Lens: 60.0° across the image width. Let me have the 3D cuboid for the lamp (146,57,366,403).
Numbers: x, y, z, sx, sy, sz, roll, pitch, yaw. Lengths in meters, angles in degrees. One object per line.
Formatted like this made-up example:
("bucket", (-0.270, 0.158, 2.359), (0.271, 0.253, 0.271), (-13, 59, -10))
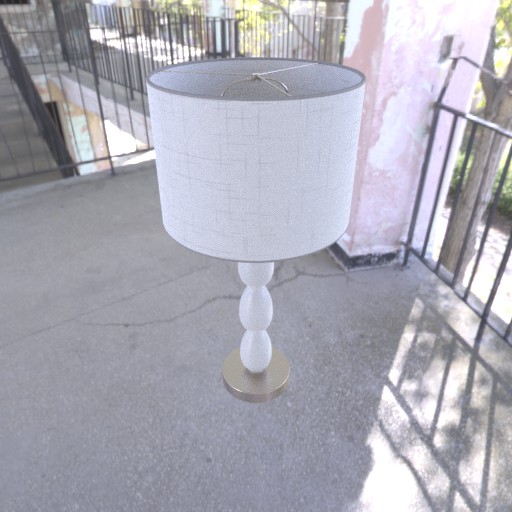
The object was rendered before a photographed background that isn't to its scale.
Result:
("lamp", (0.000, 0.000, 0.723), (0.282, 0.559, 0.280), (-9, 33, -14))
